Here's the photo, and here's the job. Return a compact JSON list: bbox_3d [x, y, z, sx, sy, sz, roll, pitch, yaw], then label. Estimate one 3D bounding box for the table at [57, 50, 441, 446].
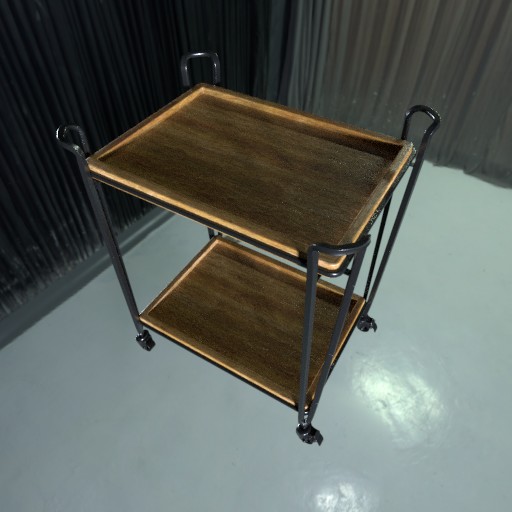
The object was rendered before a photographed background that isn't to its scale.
[{"bbox_3d":[0.000,0.000,1.187,0.672,0.785,0.505,23,51,21],"label":"table"}]
